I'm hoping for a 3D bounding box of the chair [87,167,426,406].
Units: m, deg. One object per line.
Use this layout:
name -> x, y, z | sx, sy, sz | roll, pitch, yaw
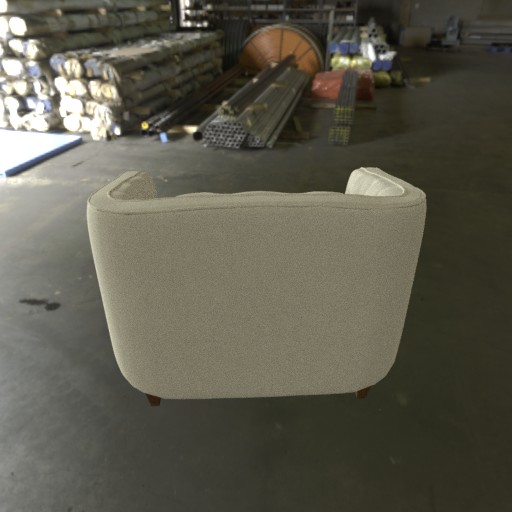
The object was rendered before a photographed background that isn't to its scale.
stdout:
chair -> 0.000, 0.000, 1.781 | 1.104, 0.852, 0.941 | -1, 30, -2
